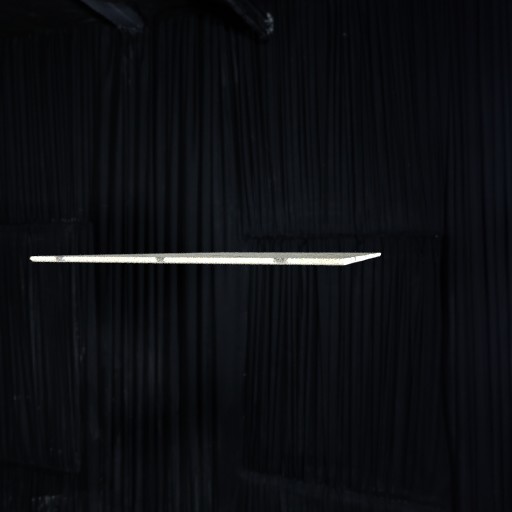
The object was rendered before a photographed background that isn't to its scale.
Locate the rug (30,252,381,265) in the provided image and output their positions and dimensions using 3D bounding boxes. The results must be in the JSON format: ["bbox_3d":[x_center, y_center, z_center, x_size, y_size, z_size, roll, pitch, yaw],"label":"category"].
[{"bbox_3d":[0.000,0.000,2.987,1.501,0.024,2.348,0,1,19],"label":"rug"}]
